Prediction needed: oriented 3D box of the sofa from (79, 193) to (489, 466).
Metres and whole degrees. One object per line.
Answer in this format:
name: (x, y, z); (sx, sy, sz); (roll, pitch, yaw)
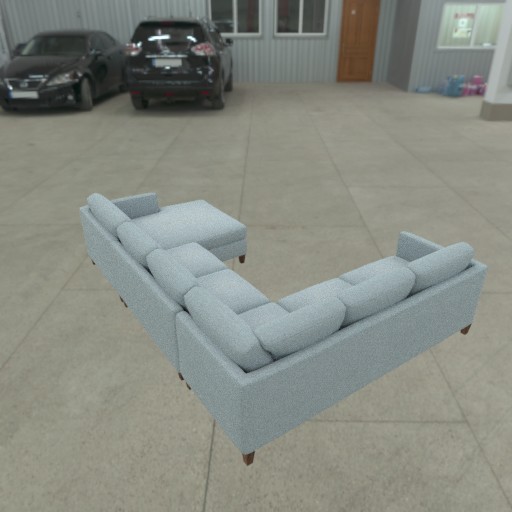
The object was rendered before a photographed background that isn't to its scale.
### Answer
sofa: (0.000, 0.000, 4.472); (2.551, 0.889, 3.403); (-18, 33, -30)
